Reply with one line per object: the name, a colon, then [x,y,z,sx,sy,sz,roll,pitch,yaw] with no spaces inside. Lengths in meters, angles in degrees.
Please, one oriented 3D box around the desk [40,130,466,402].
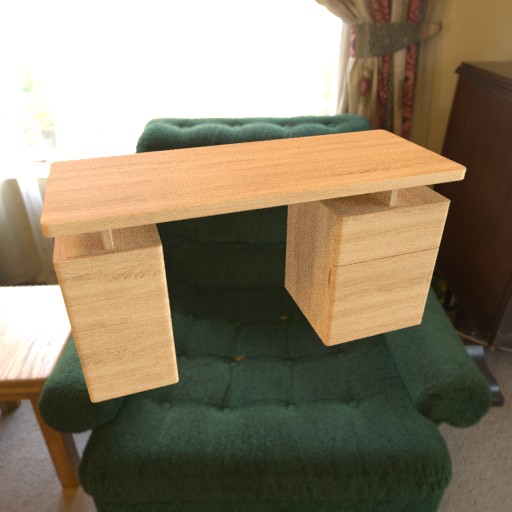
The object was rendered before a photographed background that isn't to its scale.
desk: [0.000,0.000,1.785,1.400,0.760,0.550,-10,32,-16]
